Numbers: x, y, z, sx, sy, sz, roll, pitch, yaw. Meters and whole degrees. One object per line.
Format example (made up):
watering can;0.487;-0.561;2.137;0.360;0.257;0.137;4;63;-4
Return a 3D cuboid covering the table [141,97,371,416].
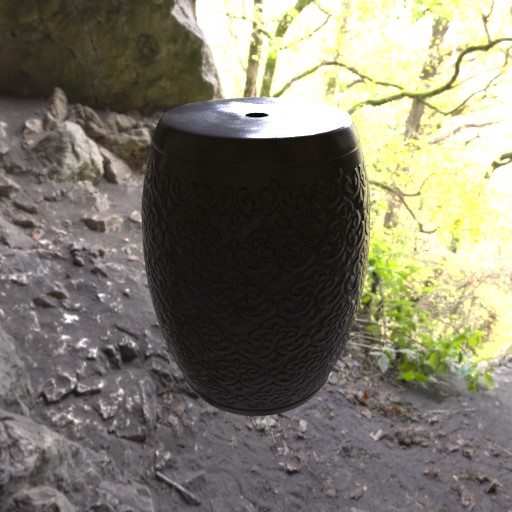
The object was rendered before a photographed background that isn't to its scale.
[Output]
table;0.000;0.000;0.633;0.309;0.397;0.309;0;30;0
